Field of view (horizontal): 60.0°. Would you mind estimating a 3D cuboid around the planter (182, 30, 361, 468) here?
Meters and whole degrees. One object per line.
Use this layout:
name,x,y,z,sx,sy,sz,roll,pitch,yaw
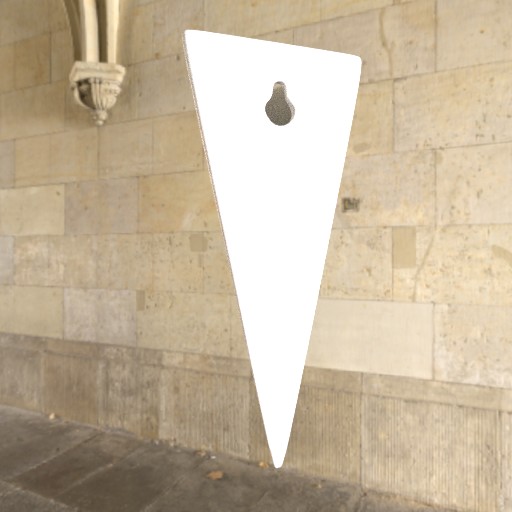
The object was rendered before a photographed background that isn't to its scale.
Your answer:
planter,0.000,0.000,0.270,0.101,0.224,0.081,0,0,-18
